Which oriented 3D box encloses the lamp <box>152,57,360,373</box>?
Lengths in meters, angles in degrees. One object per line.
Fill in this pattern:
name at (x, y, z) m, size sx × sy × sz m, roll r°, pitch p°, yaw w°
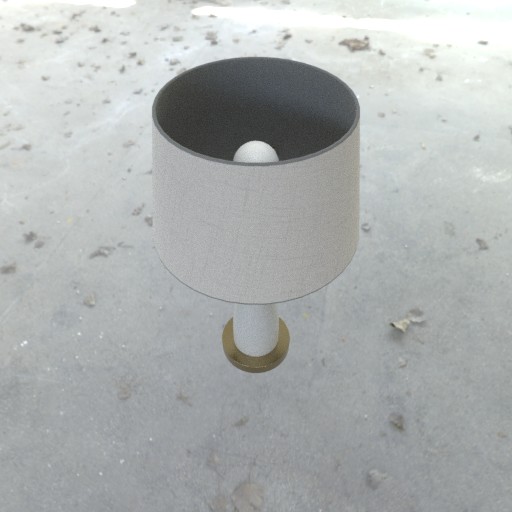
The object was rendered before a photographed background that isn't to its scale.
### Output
lamp at (0.000, 0.000, 0.728) m, size 0.309 × 0.545 × 0.309 m, roll 0°, pitch 48°, yaw 0°
